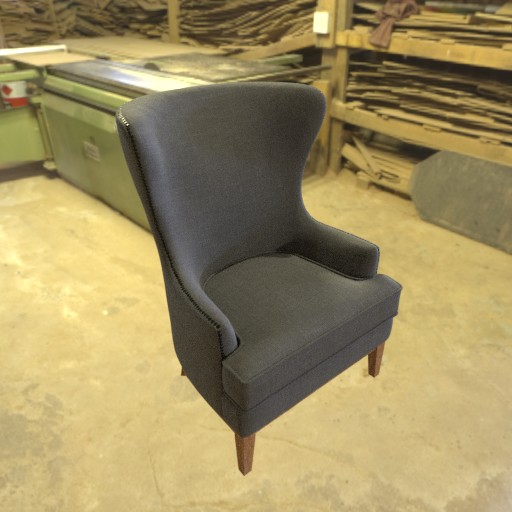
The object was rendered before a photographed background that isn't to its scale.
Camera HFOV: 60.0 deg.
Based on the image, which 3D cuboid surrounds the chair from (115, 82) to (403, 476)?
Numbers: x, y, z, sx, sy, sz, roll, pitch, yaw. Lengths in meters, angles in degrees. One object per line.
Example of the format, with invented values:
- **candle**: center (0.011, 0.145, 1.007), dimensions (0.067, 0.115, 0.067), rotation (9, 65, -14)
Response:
- **chair**: center (0.000, 0.000, 1.776), dimensions (0.864, 1.176, 0.883), rotation (-23, 38, -33)
